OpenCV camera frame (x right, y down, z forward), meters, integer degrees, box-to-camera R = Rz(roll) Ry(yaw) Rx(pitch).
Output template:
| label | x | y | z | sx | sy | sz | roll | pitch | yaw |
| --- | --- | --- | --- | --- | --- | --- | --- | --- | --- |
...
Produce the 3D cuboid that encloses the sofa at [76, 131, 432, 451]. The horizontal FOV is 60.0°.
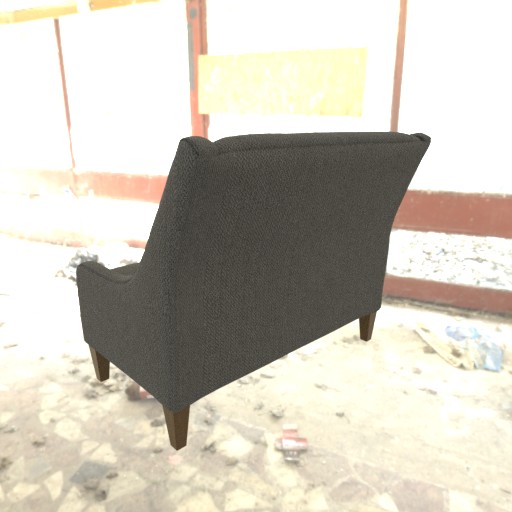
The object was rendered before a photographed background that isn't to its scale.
| label | x | y | z | sx | sy | sz | roll | pitch | yaw |
| --- | --- | --- | --- | --- | --- | --- | --- | --- | --- |
| sofa | 0.000 | 0.000 | 1.882 | 1.242 | 1.022 | 0.873 | -15 | 22 | -41 |
